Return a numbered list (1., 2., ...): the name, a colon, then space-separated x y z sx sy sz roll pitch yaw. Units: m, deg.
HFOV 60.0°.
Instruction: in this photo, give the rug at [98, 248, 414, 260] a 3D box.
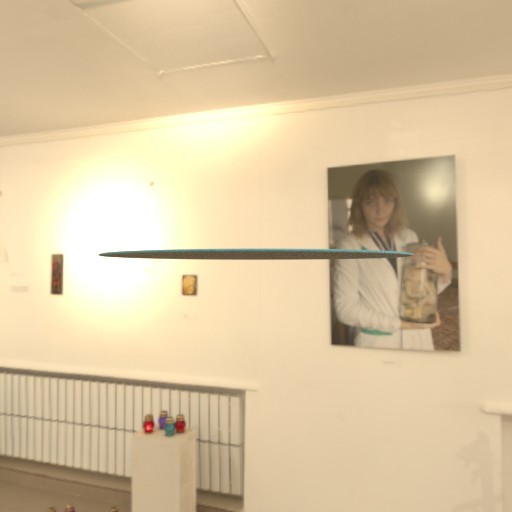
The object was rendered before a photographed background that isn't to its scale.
1. rug: 0.000 0.000 2.372 1.593 0.012 1.593 0 -2 0
